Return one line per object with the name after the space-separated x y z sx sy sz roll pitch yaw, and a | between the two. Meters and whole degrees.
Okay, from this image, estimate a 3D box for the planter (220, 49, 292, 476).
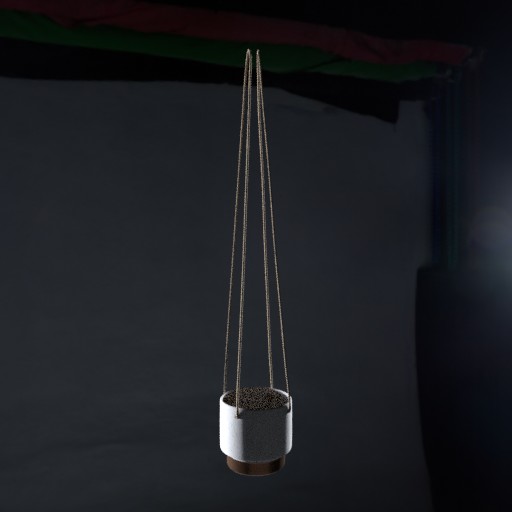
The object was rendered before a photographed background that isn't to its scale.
0.000 0.000 0.903 0.146 0.841 0.146 0 0 -17 | planter
